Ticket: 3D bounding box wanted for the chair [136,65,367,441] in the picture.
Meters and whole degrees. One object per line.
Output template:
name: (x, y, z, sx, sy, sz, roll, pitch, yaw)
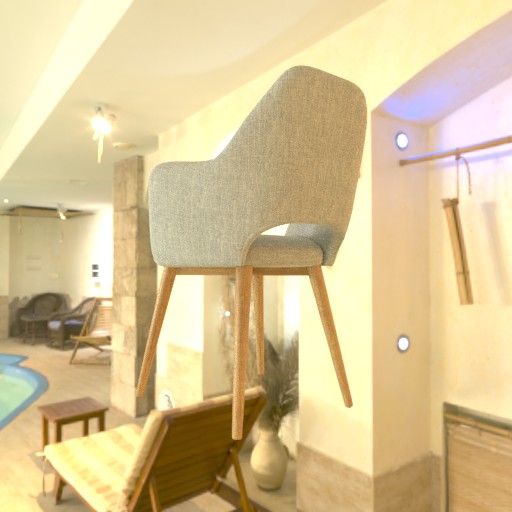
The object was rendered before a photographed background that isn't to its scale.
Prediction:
chair: (0.000, 0.000, 1.251, 0.590, 0.840, 0.610, 1, -2, -37)
